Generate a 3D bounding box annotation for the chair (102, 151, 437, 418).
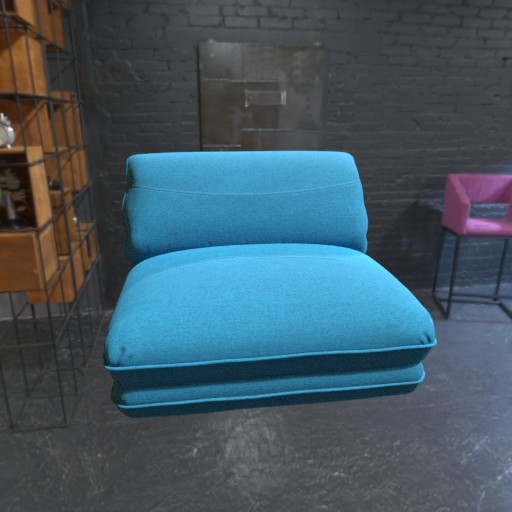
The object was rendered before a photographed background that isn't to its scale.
[{"bbox_3d":[0.000,0.000,1.345,0.820,0.580,0.780,-2,18,-8],"label":"chair"}]
